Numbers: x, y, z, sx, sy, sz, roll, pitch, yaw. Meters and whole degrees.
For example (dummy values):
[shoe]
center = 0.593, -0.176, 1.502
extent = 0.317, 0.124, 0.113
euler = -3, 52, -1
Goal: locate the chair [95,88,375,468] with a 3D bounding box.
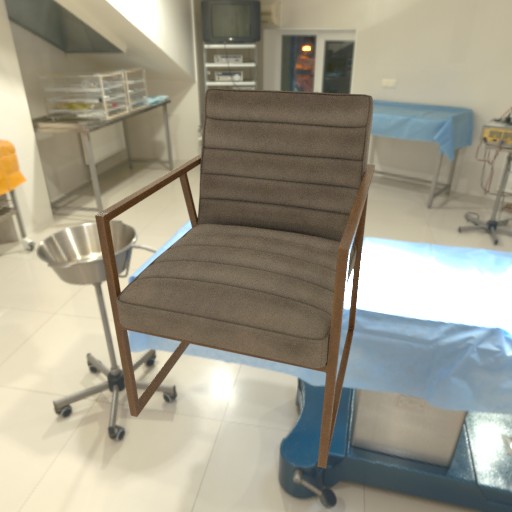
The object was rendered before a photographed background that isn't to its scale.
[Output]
[chair]
center = 0.000, 0.000, 1.288
extent = 0.578, 0.843, 0.682
euler = 8, 28, 16
